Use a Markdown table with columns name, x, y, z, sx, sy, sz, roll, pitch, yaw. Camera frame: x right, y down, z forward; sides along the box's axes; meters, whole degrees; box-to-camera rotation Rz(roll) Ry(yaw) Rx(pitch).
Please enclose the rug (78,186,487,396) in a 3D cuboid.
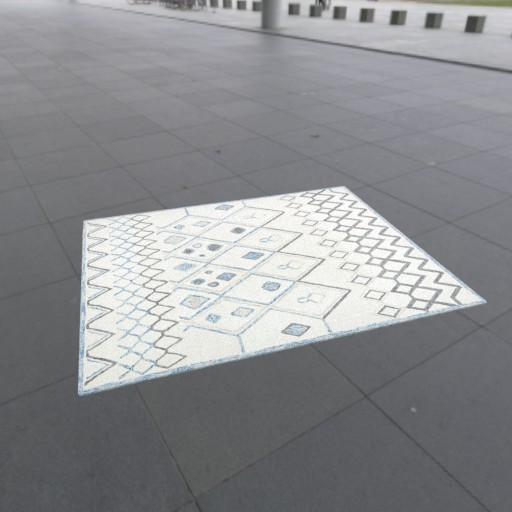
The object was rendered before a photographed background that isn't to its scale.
| name | x | y | z | sx | sy | sz | roll | pitch | yaw |
| --- | --- | --- | --- | --- | --- | --- | --- | --- | --- |
| rug | 0.000 | 0.000 | 4.088 | 3.056 | 0.013 | 2.441 | -10 | 33 | -15 |
